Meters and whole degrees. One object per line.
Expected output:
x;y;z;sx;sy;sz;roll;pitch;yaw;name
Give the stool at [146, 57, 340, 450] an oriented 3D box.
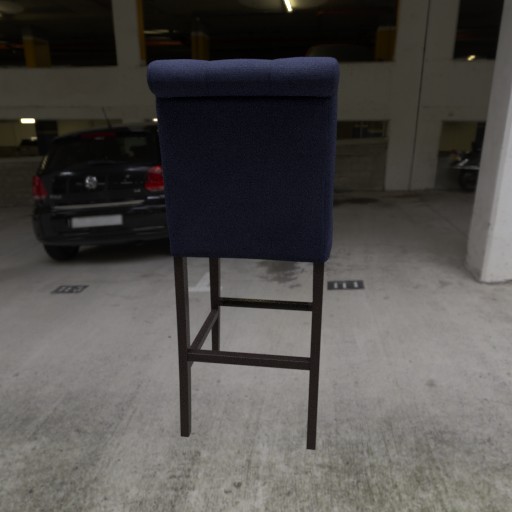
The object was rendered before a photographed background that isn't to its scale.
0.000;0.000;1.459;0.493;1.140;0.601;2;18;8;stool
